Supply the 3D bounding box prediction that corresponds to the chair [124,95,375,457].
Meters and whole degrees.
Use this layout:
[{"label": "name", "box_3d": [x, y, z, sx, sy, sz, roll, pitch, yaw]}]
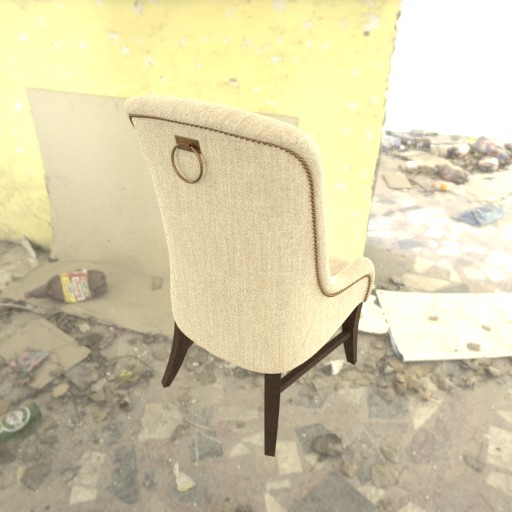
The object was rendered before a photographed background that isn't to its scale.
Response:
[{"label": "chair", "box_3d": [0.000, 0.000, 1.493, 0.634, 1.091, 0.629, 21, 36, 32]}]
